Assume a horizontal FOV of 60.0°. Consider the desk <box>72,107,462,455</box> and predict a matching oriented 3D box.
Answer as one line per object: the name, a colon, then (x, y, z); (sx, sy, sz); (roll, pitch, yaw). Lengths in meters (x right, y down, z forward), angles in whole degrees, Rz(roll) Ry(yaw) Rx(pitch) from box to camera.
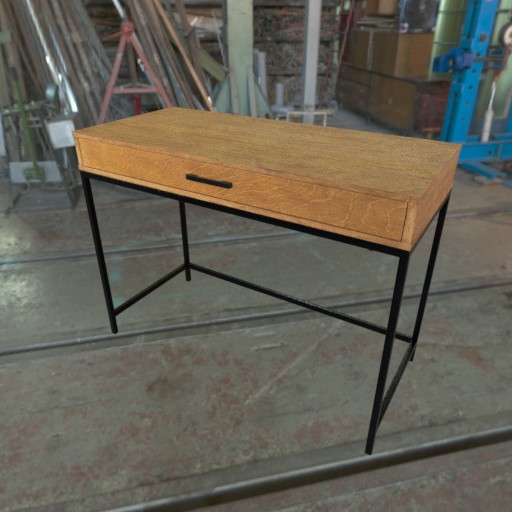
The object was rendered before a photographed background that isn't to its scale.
desk: (0.000, 0.000, 1.436); (1.016, 0.762, 0.470); (17, 33, 27)
